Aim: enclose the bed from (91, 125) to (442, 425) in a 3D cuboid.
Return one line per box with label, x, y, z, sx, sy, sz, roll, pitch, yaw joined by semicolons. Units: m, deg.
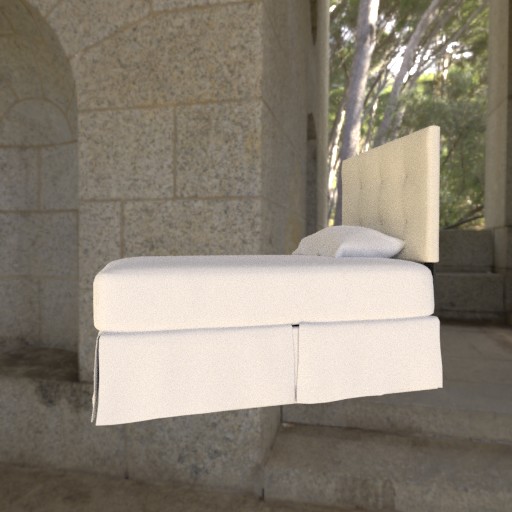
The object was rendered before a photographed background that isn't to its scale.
bed;0.000;0.000;2.920;1.997;1.571;1.261;0;1;-16
